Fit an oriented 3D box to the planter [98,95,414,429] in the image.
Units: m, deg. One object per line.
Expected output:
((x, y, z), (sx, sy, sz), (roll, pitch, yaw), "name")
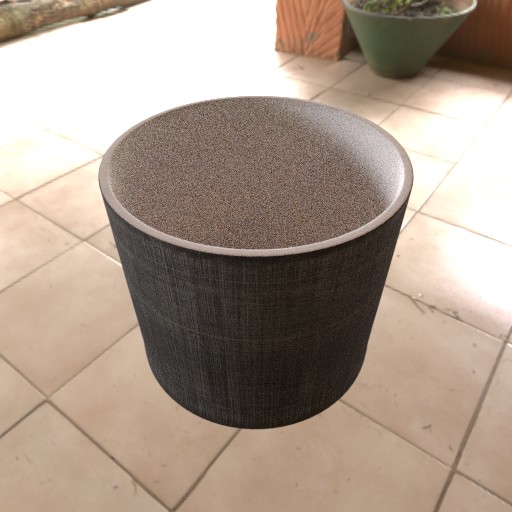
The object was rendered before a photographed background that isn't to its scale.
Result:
((0.000, 0.000, 0.311), (0.178, 0.157, 0.178), (0, 42, 0), "planter")
